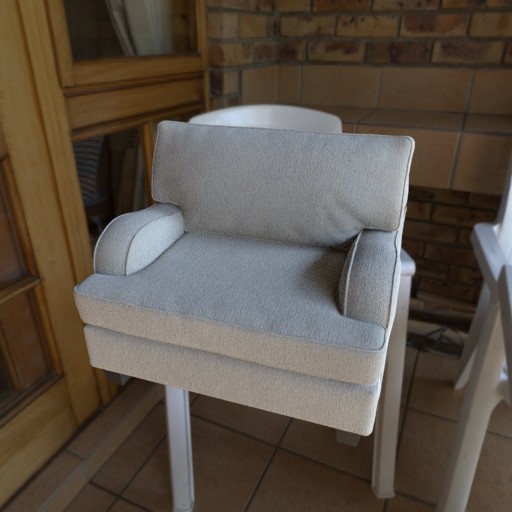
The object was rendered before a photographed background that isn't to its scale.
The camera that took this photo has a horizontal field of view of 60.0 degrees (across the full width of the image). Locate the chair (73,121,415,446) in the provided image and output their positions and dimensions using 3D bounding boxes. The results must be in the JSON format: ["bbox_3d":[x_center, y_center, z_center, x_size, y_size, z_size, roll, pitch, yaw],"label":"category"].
[{"bbox_3d":[0.000,0.000,1.969,1.220,1.016,1.041,9,28,17],"label":"chair"}]
